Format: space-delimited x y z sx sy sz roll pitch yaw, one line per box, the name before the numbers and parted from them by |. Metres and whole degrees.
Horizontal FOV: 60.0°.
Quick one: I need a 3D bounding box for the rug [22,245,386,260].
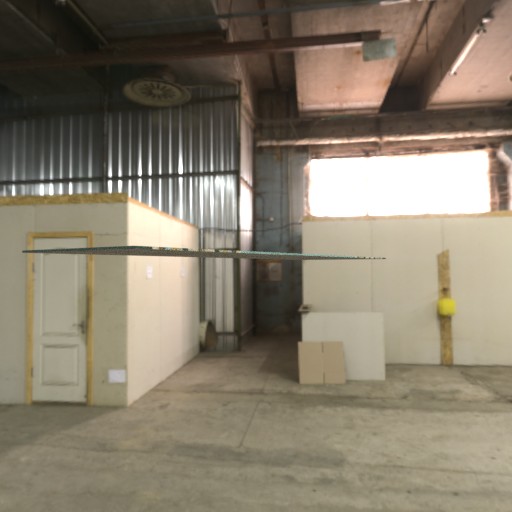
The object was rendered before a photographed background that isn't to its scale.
rug | 0.000 0.000 2.697 0.744 0.010 2.441 -1 -2 36
